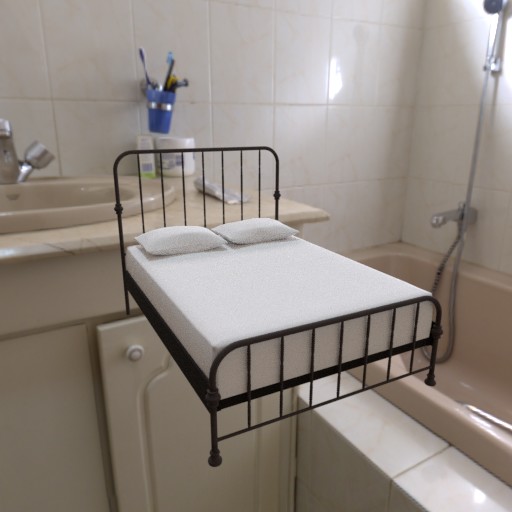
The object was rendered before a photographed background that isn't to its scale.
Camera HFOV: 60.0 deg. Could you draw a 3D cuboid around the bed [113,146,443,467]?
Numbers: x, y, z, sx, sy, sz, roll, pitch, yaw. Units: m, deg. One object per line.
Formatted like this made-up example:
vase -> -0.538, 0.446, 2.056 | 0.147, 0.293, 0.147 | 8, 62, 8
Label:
bed -> 0.000, 0.000, 3.271 | 1.616, 1.446, 2.134 | -9, 19, -26
